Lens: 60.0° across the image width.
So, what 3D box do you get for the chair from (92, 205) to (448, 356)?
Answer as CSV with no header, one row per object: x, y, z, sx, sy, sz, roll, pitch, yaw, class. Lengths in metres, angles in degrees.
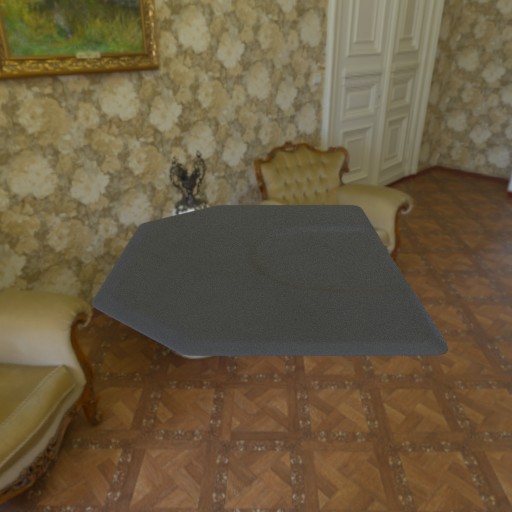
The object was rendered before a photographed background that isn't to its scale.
0.000,0.000,1.976,1.219,0.024,1.372,0,26,0,chair
